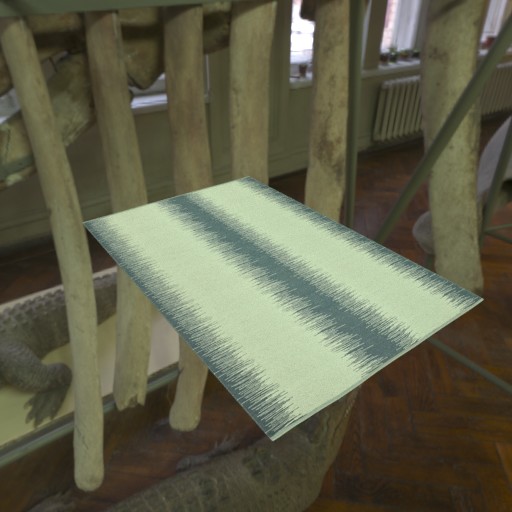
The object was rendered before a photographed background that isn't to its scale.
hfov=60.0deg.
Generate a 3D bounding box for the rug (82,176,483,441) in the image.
[{"bbox_3d":[0.000,0.000,2.345,1.234,0.006,1.854,-21,38,-30],"label":"rug"}]
